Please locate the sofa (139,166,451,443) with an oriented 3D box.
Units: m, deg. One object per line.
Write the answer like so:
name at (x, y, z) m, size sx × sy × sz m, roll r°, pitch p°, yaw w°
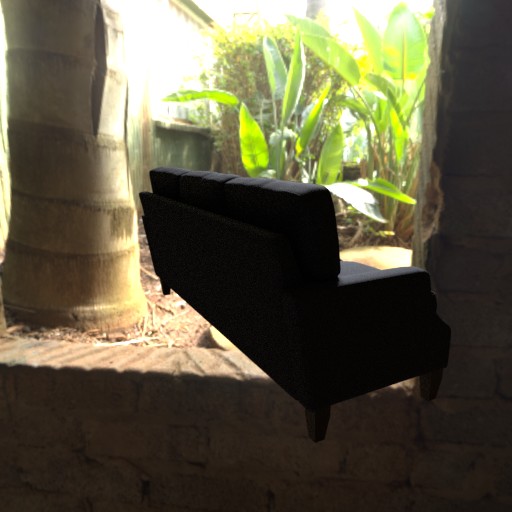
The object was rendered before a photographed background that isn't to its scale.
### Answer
sofa at (0.000, 0.000, 2.604) m, size 0.888 × 0.984 × 2.115 m, roll -7°, pitch 15°, yaw -27°
